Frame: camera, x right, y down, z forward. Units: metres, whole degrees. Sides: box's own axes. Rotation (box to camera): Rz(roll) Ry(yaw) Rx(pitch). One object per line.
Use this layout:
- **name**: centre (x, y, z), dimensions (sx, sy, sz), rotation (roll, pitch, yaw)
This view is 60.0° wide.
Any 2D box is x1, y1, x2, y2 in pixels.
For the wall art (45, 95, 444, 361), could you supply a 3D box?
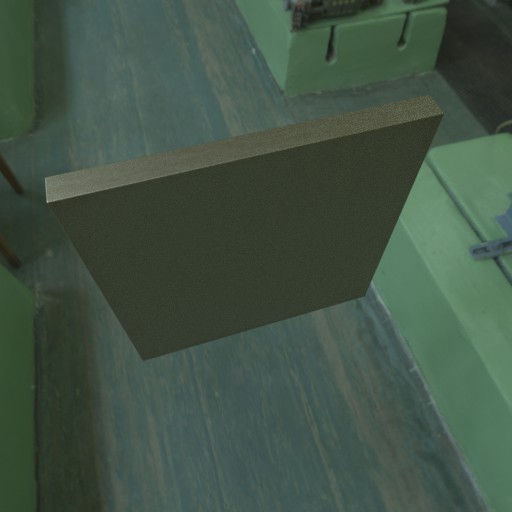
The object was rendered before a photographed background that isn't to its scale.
- **wall art**: centre (0.000, 0.000, 0.758), dimensions (0.503, 0.506, 0.040), rotation (-15, 58, -10)
